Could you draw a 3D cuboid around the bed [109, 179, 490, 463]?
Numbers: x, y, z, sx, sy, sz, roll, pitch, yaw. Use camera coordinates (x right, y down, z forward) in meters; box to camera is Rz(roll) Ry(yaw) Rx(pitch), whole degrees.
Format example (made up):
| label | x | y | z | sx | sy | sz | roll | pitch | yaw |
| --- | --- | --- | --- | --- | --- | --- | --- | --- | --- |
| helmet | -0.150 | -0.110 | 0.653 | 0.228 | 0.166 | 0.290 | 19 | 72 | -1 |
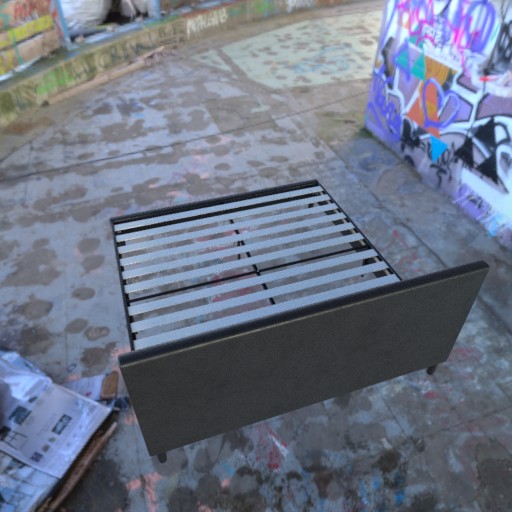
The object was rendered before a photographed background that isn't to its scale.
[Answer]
| label | x | y | z | sx | sy | sz | roll | pitch | yaw |
| --- | --- | --- | --- | --- | --- | --- | --- | --- | --- |
| bed | 0.000 | 0.000 | 3.310 | 2.018 | 1.046 | 2.152 | -13 | 42 | -14 |
